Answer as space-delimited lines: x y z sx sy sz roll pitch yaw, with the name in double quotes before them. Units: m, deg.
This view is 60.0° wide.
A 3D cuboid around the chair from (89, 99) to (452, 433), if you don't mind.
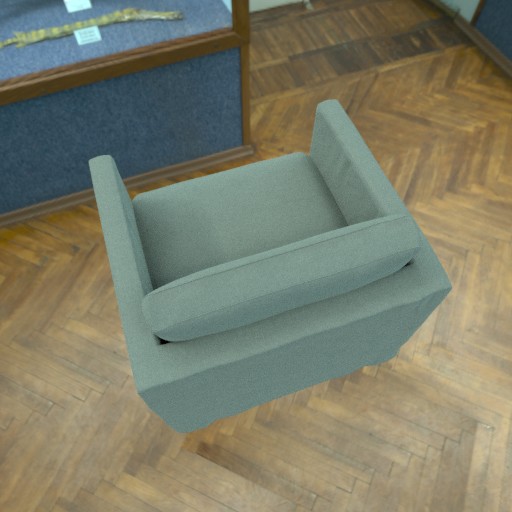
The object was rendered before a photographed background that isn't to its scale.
"chair" 0.000 0.000 1.759 1.057 0.863 0.949 -17 61 -10
